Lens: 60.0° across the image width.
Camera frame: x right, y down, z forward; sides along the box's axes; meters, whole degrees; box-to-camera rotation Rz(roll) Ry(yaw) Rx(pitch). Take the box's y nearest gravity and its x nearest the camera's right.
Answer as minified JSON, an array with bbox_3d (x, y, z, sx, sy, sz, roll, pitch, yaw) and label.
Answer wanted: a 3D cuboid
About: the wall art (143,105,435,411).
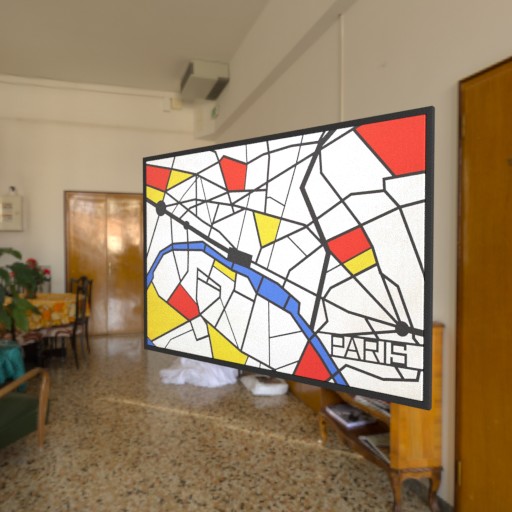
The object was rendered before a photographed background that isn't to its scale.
[{"bbox_3d":[0.000,0.000,0.869,0.664,0.458,0.013,1,2,37],"label":"wall art"}]
